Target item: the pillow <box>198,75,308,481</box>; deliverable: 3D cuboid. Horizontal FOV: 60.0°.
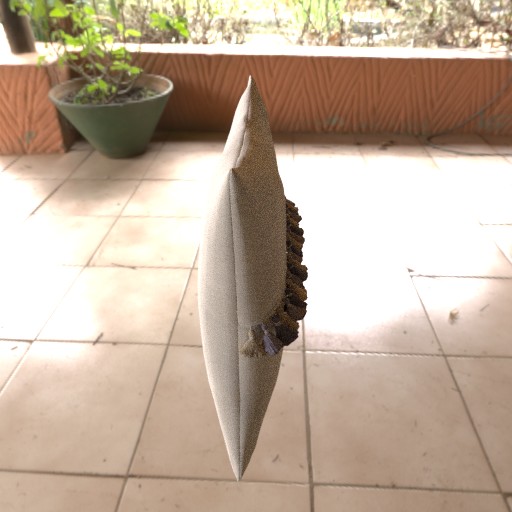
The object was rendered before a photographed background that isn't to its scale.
[{"bbox_3d":[0.000,0.000,0.728,0.165,0.481,0.489,1,32,2],"label":"pillow"}]
